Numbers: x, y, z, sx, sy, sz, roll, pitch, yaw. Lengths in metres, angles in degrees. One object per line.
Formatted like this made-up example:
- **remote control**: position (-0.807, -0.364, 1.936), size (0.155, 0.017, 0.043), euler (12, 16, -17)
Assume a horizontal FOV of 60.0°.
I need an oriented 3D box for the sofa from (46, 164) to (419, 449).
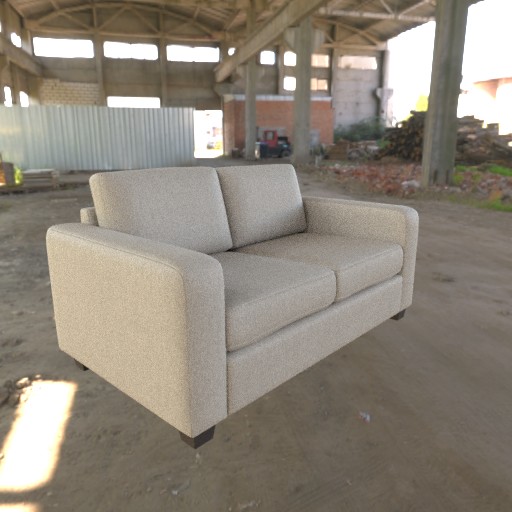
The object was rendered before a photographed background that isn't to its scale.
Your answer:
- **sofa**: position (0.000, 0.000, 2.043), size (0.900, 0.800, 1.540), euler (13, 19, 41)
